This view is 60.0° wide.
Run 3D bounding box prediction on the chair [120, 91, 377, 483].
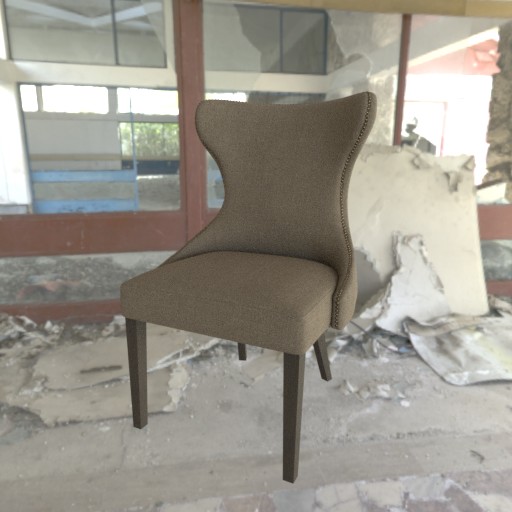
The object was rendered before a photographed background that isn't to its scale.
[{"bbox_3d":[0.000,0.000,1.357,0.628,0.967,0.635,7,15,26],"label":"chair"}]
